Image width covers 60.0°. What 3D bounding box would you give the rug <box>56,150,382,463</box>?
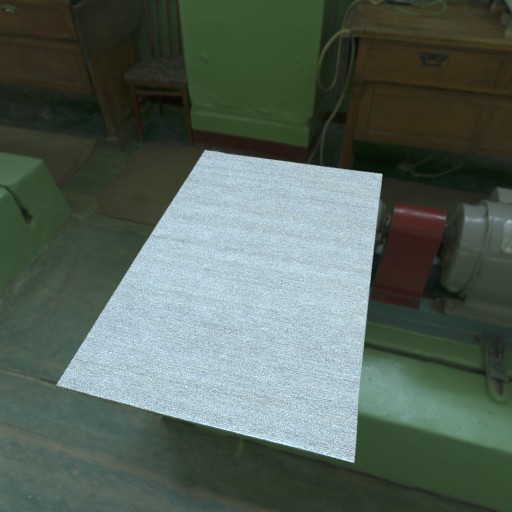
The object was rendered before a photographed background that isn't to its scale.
[{"bbox_3d":[0.000,0.000,2.272,1.179,0.022,1.820,10,46,10],"label":"rug"}]
